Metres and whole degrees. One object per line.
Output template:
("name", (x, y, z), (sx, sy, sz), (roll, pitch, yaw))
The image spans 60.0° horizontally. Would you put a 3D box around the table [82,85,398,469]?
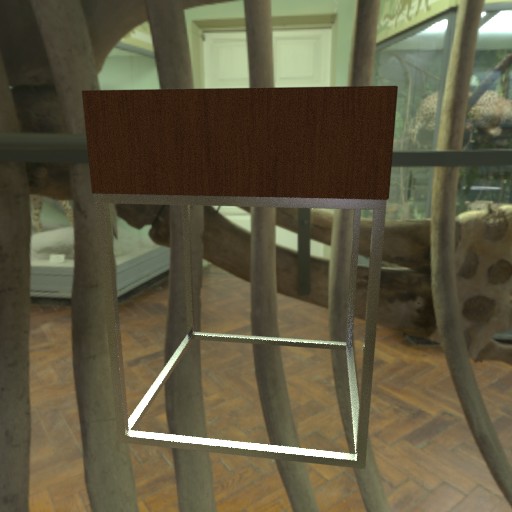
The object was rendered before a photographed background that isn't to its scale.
("table", (0.000, 0.000, 0.809), (0.398, 0.540, 0.397), (2, 16, 8))
